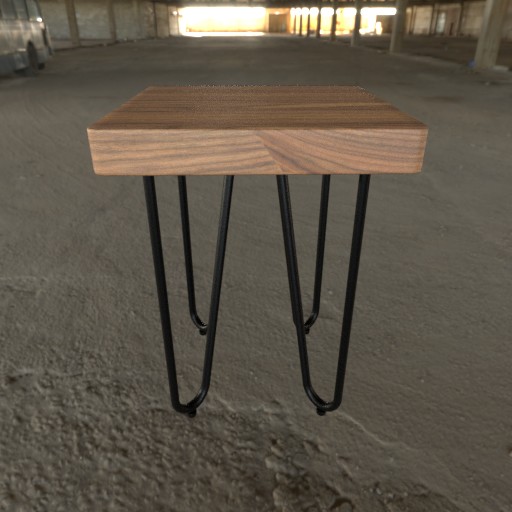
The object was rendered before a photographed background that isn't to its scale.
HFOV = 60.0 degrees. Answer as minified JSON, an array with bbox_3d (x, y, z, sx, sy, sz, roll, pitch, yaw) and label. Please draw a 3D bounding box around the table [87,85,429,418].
[{"bbox_3d":[0.000,0.000,0.963,0.480,0.641,0.479,0,28,-1],"label":"table"}]
